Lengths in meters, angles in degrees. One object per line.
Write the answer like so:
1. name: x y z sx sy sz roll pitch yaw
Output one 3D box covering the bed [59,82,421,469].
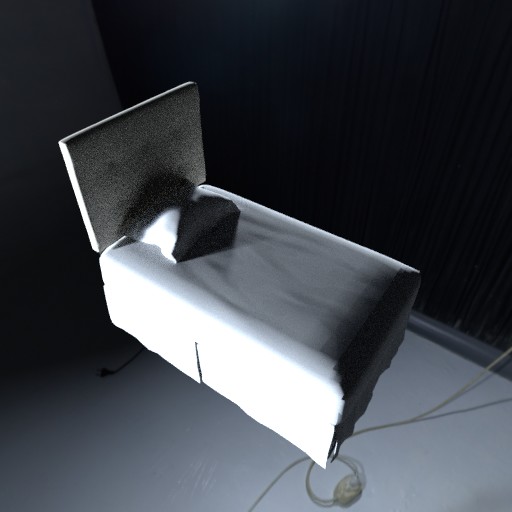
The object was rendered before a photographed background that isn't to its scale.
1. bed: 0.000 0.000 2.957 1.997 1.571 1.261 25 47 25
